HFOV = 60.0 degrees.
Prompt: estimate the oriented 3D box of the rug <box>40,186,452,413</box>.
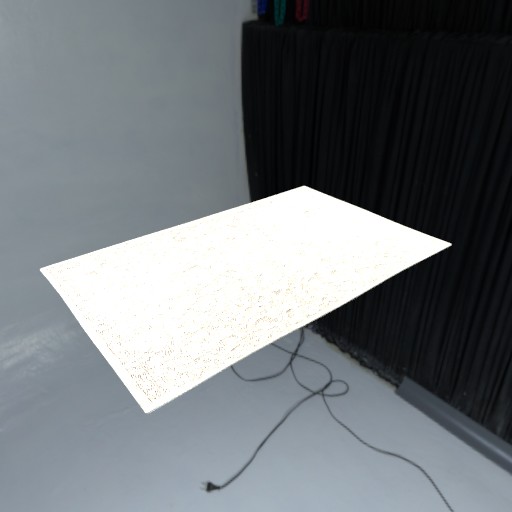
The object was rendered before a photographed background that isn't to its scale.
[{"bbox_3d":[0.000,0.000,3.063,2.435,0.012,1.529,-22,36,-33],"label":"rug"}]
